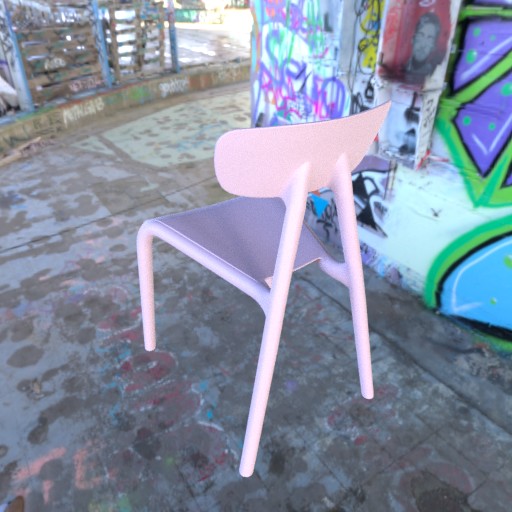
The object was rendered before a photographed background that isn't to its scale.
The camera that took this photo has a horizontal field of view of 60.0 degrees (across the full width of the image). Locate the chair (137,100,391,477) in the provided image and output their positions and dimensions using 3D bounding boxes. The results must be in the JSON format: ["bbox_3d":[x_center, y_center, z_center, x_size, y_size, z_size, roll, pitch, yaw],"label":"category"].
[{"bbox_3d":[0.000,0.000,0.815,0.356,0.580,0.401,-20,37,-28],"label":"chair"}]
